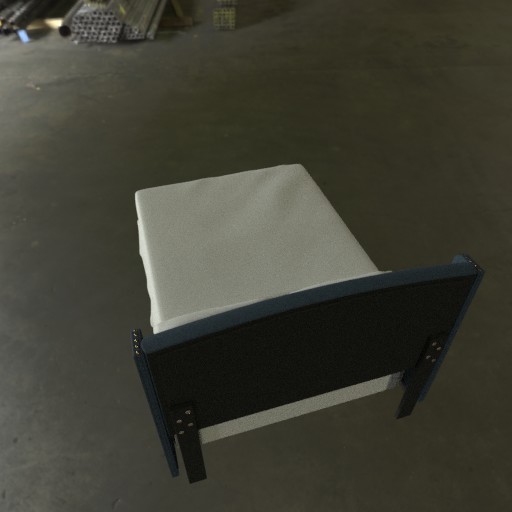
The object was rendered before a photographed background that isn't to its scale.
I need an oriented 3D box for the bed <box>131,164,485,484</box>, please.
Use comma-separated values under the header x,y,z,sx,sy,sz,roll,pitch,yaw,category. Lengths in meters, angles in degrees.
x,y,z,sx,sy,sz,roll,pitch,yaw,category
0.000,0.000,3.178,1.710,1.407,2.237,-12,44,-12,bed
